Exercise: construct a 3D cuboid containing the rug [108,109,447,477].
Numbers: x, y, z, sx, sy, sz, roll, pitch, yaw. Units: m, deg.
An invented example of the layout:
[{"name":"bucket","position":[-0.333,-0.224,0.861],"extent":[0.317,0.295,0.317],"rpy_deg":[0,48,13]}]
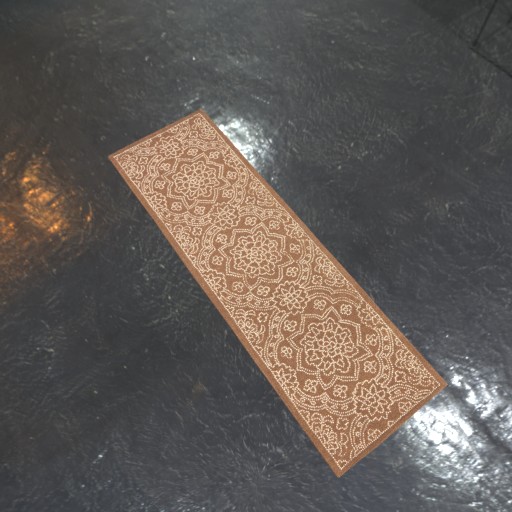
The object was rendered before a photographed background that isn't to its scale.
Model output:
[{"name":"rug","position":[0.000,0.000,2.705],"extent":[0.769,0.012,2.448],"rpy_deg":[-33,67,-15]}]
